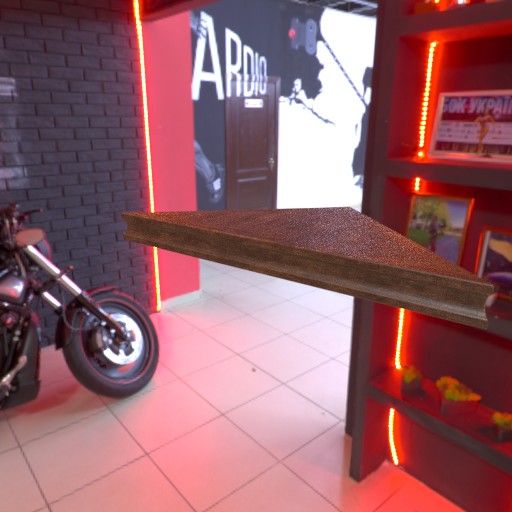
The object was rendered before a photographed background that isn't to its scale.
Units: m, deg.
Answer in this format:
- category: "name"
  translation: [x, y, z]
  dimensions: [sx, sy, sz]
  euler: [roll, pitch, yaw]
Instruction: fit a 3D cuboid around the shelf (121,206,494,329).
- category: "shelf"
  translation: [0.000, 0.000, 0.436]
  dimensions: [0.296, 0.035, 0.296]
  euler: [-2, 17, -8]
